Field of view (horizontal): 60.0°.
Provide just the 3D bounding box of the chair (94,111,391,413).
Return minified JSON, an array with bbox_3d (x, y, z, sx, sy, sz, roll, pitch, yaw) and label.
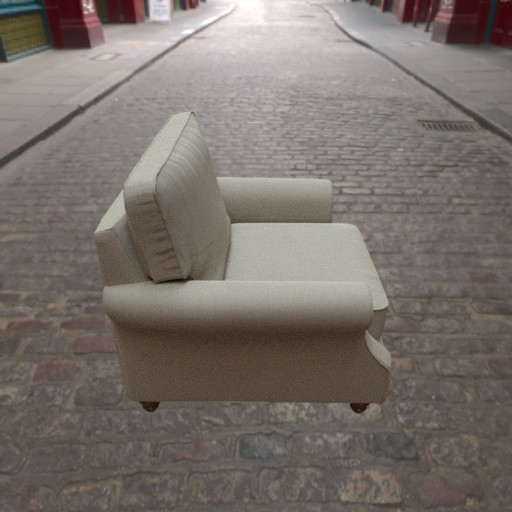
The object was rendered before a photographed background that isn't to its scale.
[{"bbox_3d":[0.000,0.000,1.787,0.966,0.967,1.029,0,31,0],"label":"chair"}]
